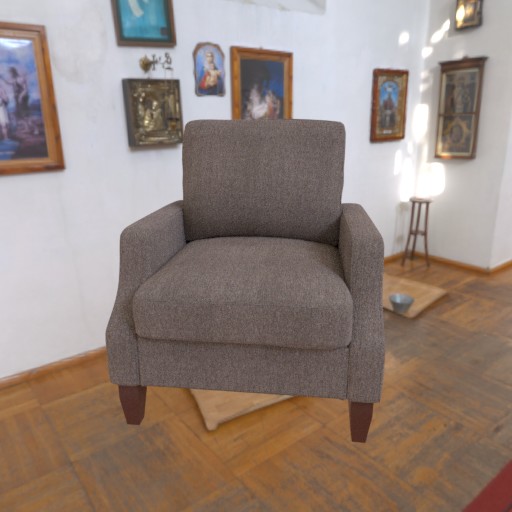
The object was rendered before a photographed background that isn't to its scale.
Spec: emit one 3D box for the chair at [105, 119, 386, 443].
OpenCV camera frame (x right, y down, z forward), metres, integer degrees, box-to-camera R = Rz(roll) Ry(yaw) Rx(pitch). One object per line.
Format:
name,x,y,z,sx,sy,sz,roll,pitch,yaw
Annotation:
chair,0.000,0.000,1.665,0.855,0.993,0.897,2,16,6
